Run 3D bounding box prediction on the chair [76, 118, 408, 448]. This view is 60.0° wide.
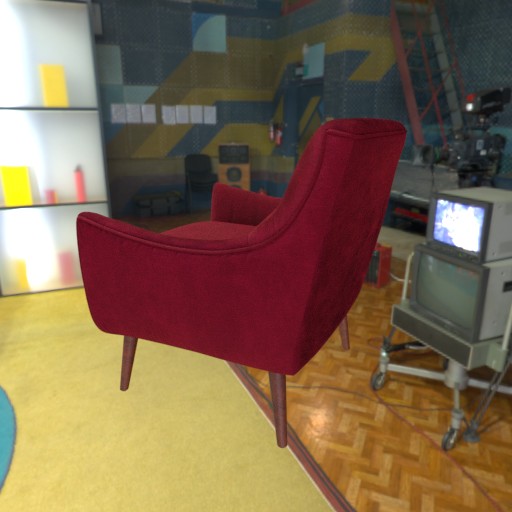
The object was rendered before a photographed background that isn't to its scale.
[{"bbox_3d":[0.000,0.000,1.413,0.787,0.838,0.762,9,19,26],"label":"chair"}]
